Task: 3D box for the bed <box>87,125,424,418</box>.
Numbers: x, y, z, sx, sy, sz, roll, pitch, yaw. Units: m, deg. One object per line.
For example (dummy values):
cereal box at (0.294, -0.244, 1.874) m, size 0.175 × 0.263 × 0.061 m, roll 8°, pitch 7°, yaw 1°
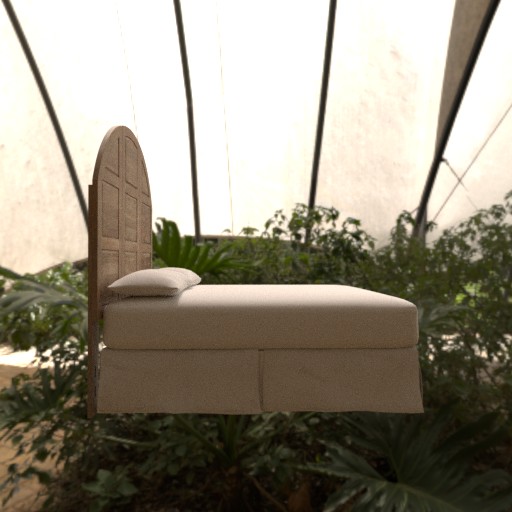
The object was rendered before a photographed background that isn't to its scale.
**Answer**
bed at (0.000, 0.000, 3.556) m, size 2.112 × 2.002 × 1.713 m, roll 0°, pitch -1°, yaw -2°
